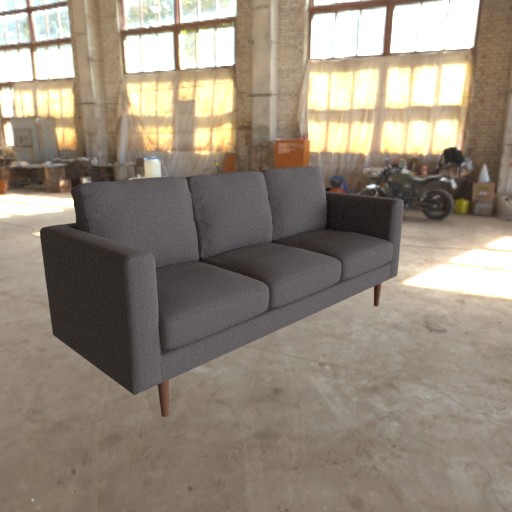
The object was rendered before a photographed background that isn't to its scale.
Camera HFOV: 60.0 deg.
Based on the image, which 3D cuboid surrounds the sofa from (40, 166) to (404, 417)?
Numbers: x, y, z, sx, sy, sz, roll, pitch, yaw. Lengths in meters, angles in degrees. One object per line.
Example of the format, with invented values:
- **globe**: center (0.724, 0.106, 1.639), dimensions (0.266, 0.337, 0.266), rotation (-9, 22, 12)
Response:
- **sofa**: center (0.000, 0.000, 2.505), dimensions (0.802, 0.912, 2.029), rotation (14, 21, 42)
